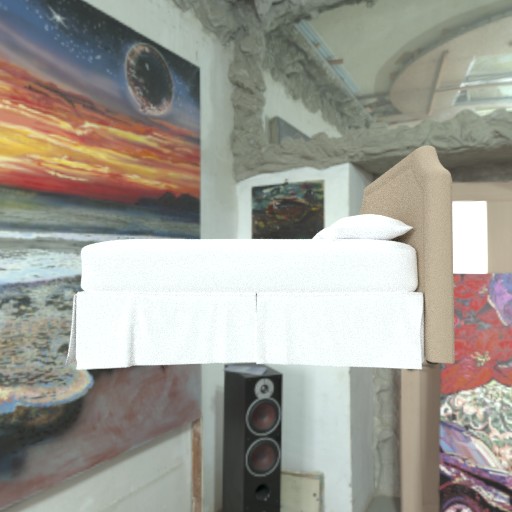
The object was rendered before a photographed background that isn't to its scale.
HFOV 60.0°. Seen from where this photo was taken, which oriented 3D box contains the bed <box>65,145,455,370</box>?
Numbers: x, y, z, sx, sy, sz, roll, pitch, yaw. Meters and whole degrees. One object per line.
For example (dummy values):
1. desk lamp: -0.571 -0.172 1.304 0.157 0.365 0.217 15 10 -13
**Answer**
1. bed: 0.000 0.000 3.337 2.204 1.301 1.828 0 -1 1
